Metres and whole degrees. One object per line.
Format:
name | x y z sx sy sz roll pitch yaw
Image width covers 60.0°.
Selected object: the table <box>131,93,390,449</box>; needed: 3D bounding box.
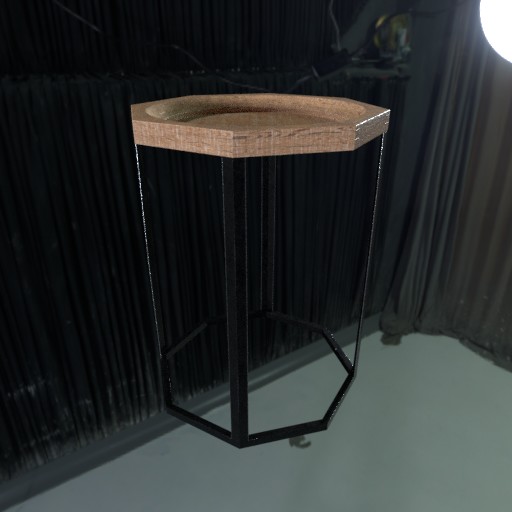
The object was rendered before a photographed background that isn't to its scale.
table | 0.000 0.000 0.862 0.437 0.553 0.437 -18 32 -33
